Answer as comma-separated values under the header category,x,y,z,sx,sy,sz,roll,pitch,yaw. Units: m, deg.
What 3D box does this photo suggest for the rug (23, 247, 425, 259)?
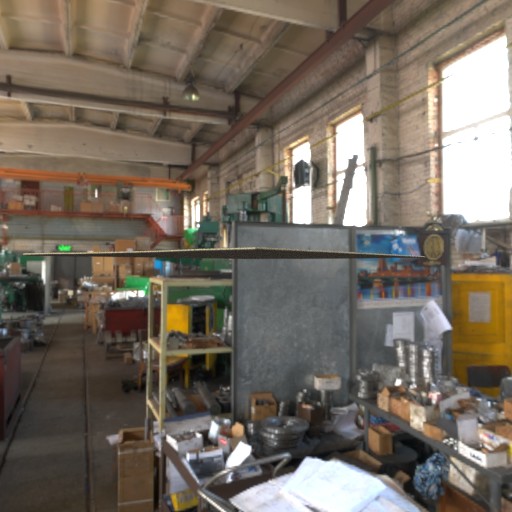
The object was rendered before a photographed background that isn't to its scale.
category,x,y,z,sx,sy,sz,roll,pitch,yaw
rug,0.000,0.000,5.119,2.782,0.025,3.935,-1,-1,35
